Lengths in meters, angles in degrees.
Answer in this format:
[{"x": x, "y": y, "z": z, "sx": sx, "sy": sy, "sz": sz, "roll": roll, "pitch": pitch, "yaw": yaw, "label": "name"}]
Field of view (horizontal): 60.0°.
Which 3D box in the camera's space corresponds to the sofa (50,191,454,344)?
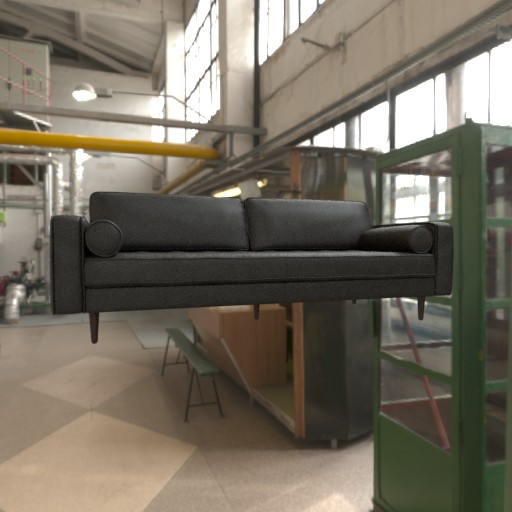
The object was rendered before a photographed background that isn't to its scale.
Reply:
[{"x": 0.000, "y": 0.000, "z": 2.659, "sx": 2.210, "sy": 0.762, "sz": 0.914, "roll": -1, "pitch": 2, "yaw": -20, "label": "sofa"}]
